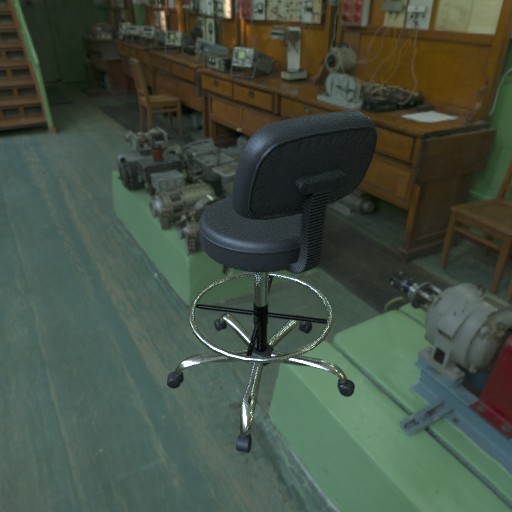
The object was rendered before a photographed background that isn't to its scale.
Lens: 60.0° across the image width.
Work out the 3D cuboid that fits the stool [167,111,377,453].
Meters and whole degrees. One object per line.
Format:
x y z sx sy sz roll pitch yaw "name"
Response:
0.000 0.000 1.542 0.694 1.069 0.658 -18 35 -27 "stool"
